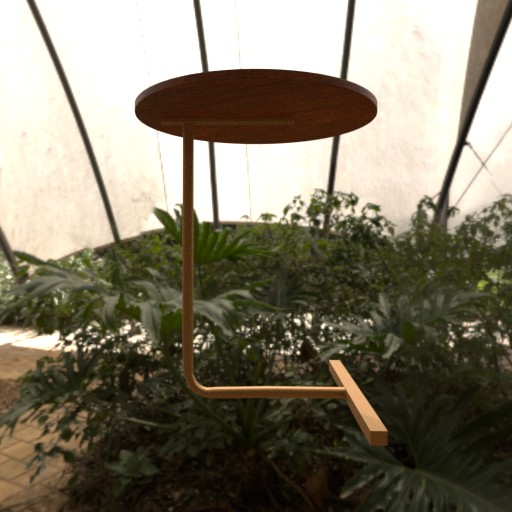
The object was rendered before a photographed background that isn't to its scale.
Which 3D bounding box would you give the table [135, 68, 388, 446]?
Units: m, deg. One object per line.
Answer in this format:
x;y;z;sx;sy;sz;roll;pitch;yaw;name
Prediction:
0.000;0.000;1.093;0.577;0.706;0.530;0;1;1;table
